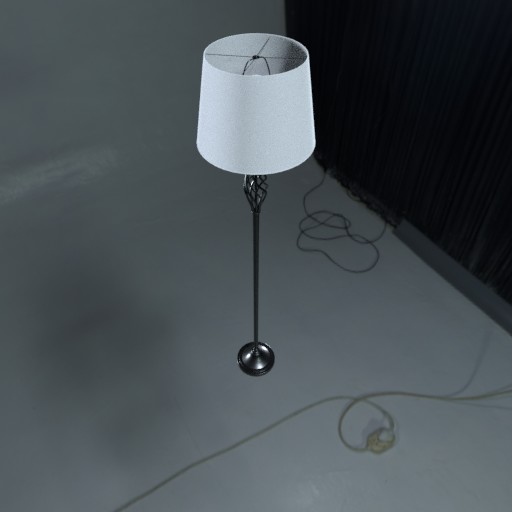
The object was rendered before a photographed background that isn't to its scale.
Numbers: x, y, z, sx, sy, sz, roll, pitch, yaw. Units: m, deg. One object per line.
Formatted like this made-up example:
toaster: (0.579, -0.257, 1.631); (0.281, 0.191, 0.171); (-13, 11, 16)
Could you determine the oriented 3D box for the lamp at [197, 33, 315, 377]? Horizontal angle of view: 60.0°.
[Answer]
lamp: (0.000, 0.000, 1.811); (0.379, 1.623, 0.379); (0, 46, 0)
